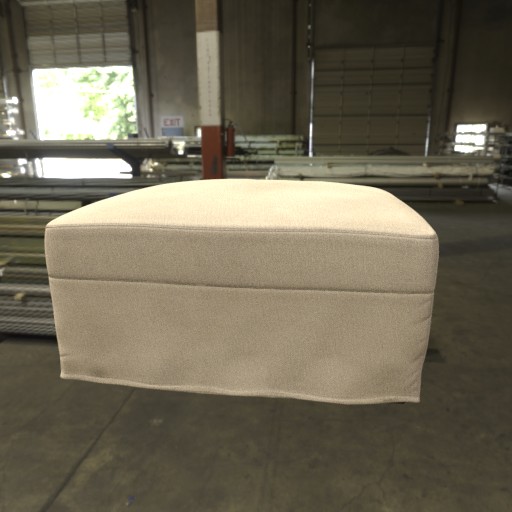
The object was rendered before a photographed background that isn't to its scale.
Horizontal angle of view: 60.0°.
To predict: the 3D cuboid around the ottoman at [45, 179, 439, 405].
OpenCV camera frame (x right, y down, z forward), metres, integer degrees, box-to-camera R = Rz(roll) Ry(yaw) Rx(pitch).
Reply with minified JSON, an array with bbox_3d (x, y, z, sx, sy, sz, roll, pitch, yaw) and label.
[{"bbox_3d":[0.000,0.000,1.319,0.842,0.441,0.843,2,15,7],"label":"ottoman"}]
